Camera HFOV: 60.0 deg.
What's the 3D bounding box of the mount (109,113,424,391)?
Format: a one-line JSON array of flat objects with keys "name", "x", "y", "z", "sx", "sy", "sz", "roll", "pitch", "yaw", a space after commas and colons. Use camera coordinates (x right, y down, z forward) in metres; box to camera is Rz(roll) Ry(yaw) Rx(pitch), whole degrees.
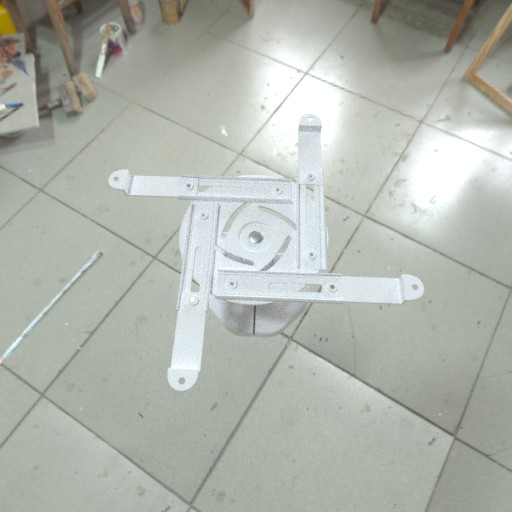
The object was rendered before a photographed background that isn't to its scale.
[{"name": "mount", "x": 0.000, "y": 0.000, "z": 0.609, "sx": 0.394, "sy": 0.141, "sz": 0.394, "roll": 2, "pitch": 63, "yaw": 1}]
